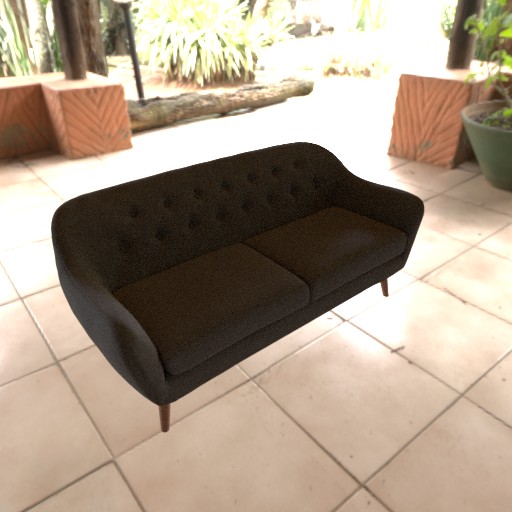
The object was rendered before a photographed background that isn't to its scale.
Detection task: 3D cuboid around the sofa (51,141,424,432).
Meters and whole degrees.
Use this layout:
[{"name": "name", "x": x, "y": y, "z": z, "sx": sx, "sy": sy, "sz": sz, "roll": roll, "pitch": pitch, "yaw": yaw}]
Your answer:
[{"name": "sofa", "x": 0.000, "y": 0.000, "z": 2.282, "sx": 1.840, "sy": 0.820, "sz": 0.820, "roll": -23, "pitch": 37, "yaw": -33}]
